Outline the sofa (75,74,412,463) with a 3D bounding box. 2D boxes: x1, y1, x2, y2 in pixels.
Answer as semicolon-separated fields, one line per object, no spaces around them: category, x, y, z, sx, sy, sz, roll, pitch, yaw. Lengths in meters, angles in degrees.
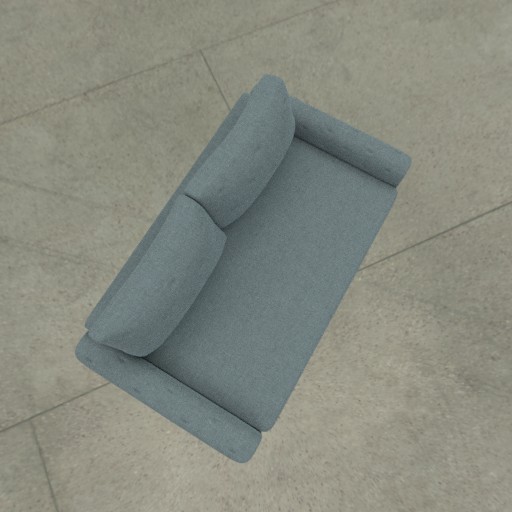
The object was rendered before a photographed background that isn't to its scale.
sofa;0.000;0.000;2.132;0.920;0.790;1.650;29;76;8
